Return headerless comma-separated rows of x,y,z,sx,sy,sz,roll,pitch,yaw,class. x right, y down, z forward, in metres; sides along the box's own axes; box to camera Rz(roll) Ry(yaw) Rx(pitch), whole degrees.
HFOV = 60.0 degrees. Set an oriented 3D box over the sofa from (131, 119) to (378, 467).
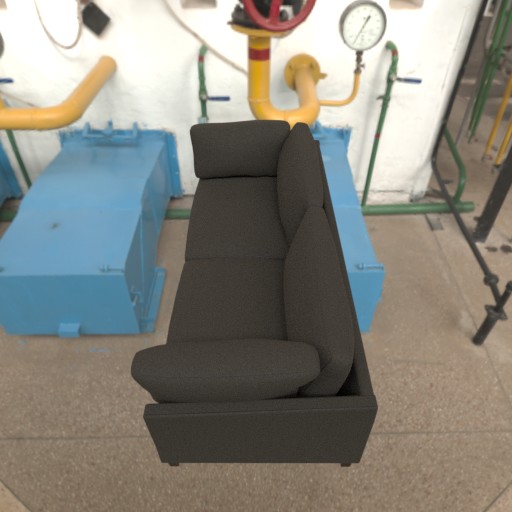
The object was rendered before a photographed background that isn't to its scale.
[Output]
0.000,0.000,2.703,0.969,0.792,2.312,0,42,0,sofa
